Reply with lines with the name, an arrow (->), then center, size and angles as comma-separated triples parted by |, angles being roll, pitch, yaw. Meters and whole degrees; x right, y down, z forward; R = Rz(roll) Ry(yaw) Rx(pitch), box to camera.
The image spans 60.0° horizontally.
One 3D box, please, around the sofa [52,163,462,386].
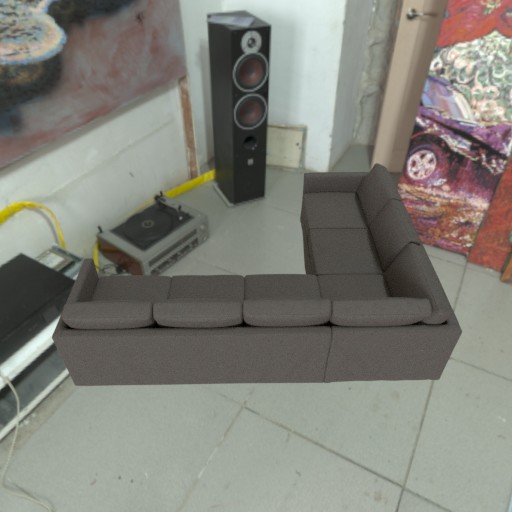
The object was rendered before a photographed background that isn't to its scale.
sofa -> 0.000, 0.000, 4.471 | 3.182, 0.871, 2.432 | -1, 41, -1
